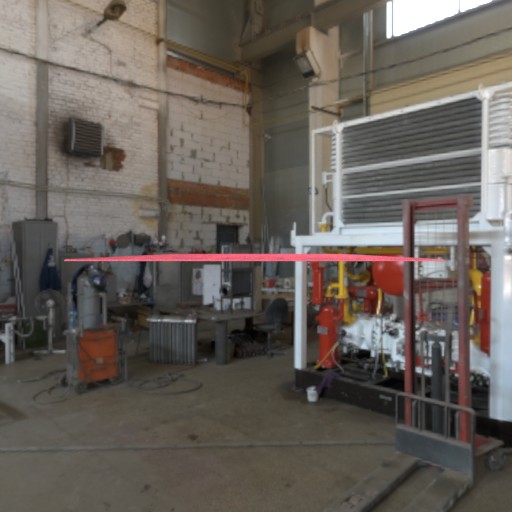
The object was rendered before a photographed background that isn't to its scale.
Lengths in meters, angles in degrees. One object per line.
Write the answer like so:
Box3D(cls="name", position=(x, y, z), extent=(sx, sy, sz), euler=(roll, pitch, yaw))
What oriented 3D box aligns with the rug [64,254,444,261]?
Box3D(cls="rug", position=(0.000, 0.000, 2.314), extent=(1.209, 0.008, 1.814), euler=(0, 1, 1))
